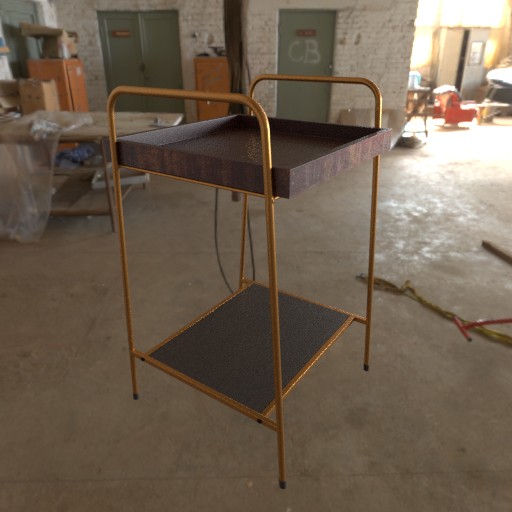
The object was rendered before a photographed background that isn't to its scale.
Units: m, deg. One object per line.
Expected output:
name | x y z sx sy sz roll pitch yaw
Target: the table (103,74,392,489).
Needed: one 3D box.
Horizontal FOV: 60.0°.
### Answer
table | 0.000 0.000 0.966 0.430 0.710 0.430 17 30 31
